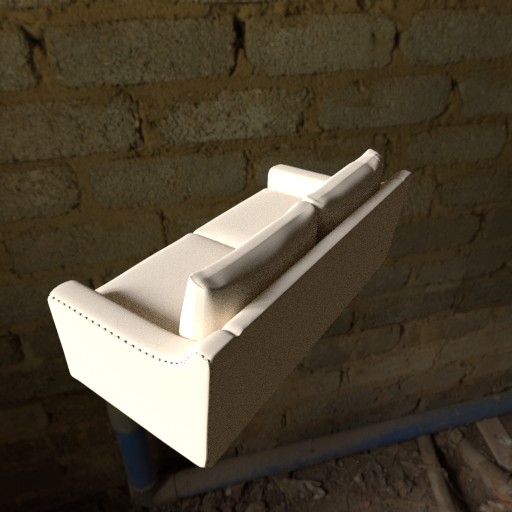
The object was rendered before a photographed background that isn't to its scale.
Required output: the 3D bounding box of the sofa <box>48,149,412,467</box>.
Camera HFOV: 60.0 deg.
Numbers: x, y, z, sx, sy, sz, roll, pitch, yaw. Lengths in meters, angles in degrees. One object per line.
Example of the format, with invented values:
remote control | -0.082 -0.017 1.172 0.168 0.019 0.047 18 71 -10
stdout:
sofa | 0.000 0.000 2.317 0.949 0.830 1.812 21 38 29
